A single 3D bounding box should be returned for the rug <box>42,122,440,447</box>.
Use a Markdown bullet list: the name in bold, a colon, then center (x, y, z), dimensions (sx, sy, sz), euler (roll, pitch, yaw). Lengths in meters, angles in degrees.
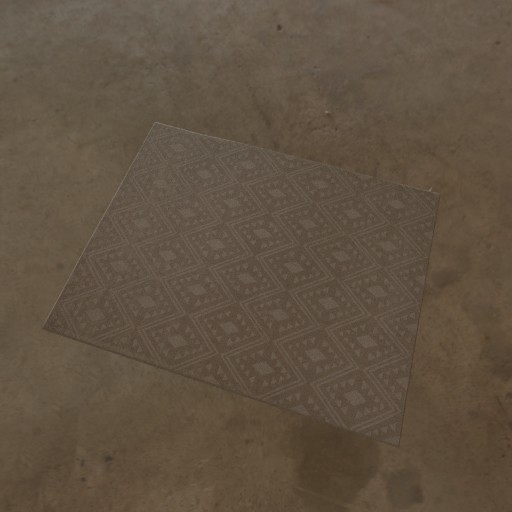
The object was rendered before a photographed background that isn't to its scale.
- **rug**: center (0.000, 0.000, 4.022), dimensions (3.011, 0.054, 2.399), euler (16, 65, 8)
